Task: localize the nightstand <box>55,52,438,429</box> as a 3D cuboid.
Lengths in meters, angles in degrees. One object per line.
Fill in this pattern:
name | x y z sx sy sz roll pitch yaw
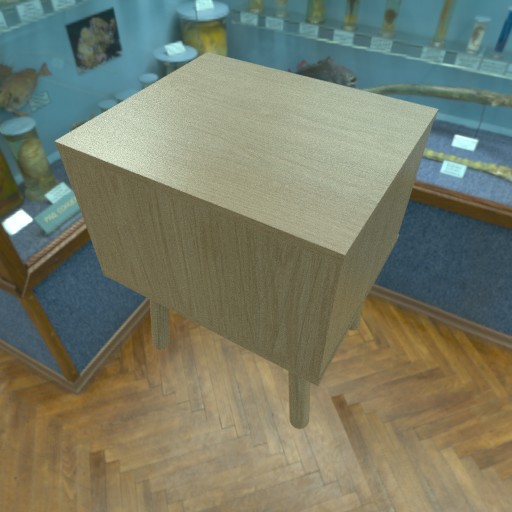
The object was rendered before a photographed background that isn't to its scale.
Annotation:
nightstand | 0.000 0.000 0.876 0.450 0.571 0.380 23 50 21
